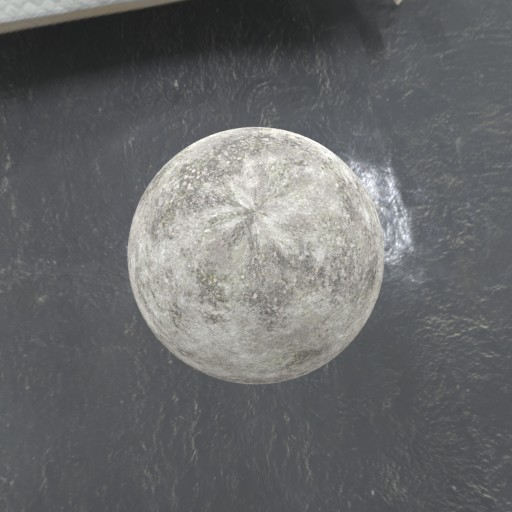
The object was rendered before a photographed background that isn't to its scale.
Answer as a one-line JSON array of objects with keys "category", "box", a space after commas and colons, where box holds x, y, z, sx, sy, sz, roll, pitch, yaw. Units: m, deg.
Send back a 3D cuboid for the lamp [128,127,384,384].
[{"category": "lamp", "box": [0.000, 0.000, 0.758, 0.422, 0.429, 0.422, 0, 75, 0]}]
